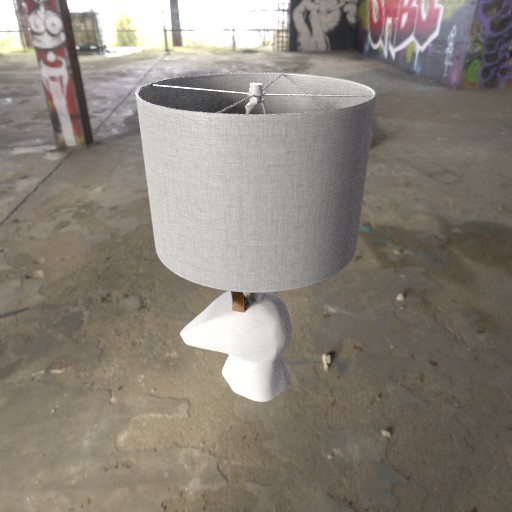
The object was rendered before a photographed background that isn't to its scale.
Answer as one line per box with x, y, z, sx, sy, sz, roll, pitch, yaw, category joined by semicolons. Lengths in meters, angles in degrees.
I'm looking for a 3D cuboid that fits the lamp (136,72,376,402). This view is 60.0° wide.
0.000;0.000;0.687;0.298;0.503;0.298;8;31;14;lamp
